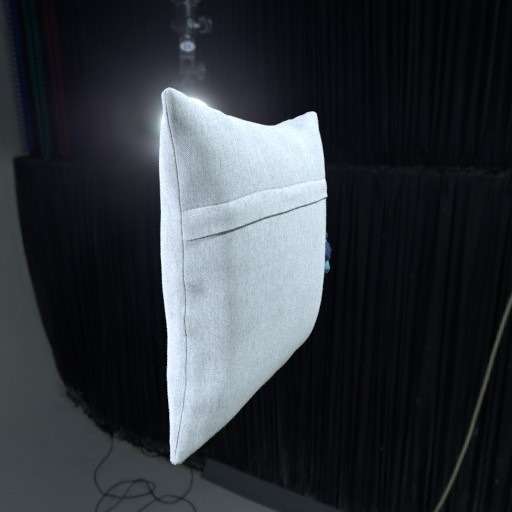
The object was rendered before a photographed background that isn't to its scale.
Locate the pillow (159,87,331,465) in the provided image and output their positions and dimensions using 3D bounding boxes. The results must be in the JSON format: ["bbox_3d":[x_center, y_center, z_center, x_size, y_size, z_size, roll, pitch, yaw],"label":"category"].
[{"bbox_3d":[0.000,0.000,0.668,0.173,0.436,0.433,7,16,25],"label":"pillow"}]
